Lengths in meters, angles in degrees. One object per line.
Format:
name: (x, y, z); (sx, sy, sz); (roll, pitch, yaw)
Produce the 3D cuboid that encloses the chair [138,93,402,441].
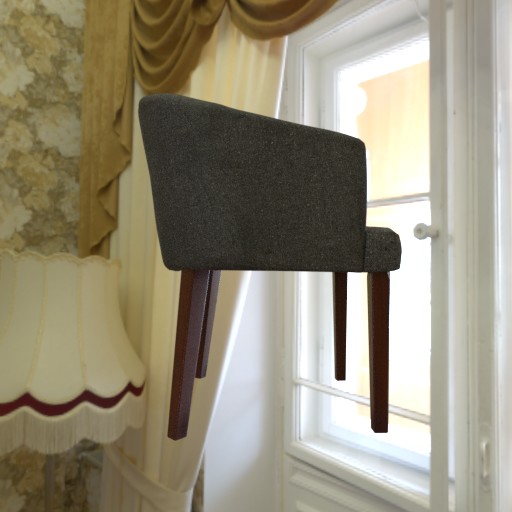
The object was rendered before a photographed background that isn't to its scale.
chair: (0.000, 0.000, 1.245); (0.655, 0.811, 0.583); (0, -1, -1)
